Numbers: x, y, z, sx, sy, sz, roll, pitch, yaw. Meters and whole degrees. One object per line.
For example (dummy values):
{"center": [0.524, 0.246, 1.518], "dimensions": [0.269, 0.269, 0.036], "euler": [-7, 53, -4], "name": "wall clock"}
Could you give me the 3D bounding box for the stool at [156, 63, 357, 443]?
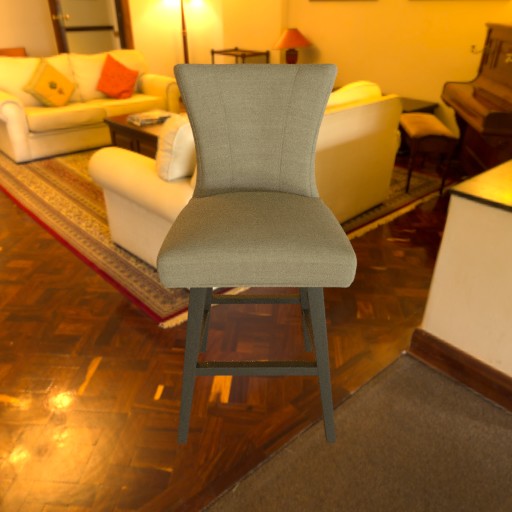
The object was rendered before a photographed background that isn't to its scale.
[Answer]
{"center": [0.000, 0.000, 1.414], "dimensions": [0.514, 1.086, 0.574], "euler": [0, 29, 0], "name": "stool"}
